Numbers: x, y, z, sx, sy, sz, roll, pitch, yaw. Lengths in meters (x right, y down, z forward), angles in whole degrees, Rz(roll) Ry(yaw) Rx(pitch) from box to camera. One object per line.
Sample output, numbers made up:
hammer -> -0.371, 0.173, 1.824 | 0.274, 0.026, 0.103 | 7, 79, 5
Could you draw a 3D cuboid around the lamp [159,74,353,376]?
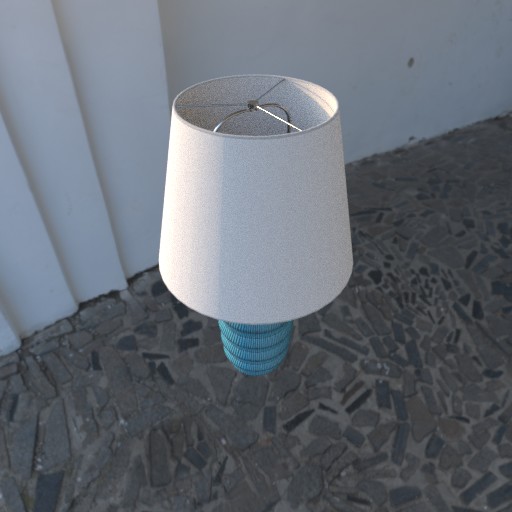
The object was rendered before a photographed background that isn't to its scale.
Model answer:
lamp -> 0.000, 0.000, 0.827 | 0.355, 0.582, 0.355 | 0, 40, 0
